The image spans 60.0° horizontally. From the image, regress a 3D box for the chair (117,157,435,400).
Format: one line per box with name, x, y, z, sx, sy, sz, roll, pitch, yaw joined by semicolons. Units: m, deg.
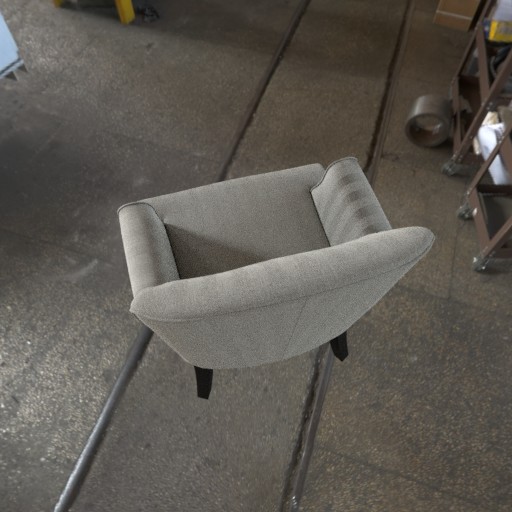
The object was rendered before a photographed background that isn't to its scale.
chair;0.000;0.000;1.434;0.772;0.880;0.755;-13;59;-8
